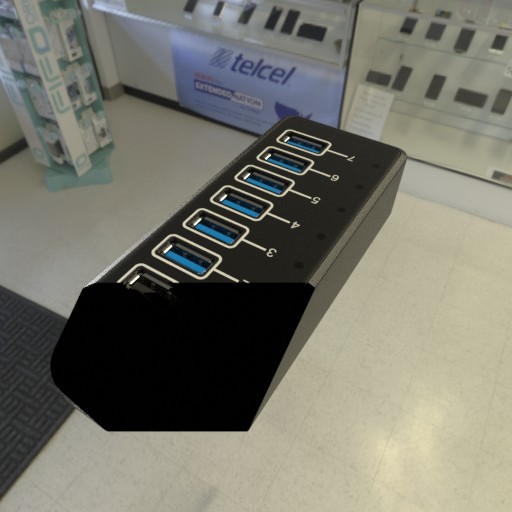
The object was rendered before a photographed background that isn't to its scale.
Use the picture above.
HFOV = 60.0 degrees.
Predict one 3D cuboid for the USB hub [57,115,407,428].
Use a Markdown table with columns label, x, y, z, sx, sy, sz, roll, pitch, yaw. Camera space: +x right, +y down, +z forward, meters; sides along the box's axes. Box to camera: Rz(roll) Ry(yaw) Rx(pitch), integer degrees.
| label | x | y | z | sx | sy | sz | roll | pitch | yaw |
| --- | --- | --- | --- | --- | --- | --- | --- | --- | --- |
| USB hub | 0.000 | 0.000 | 0.121 | 0.044 | 0.023 | 0.110 | 25 | 52 | 22 |
